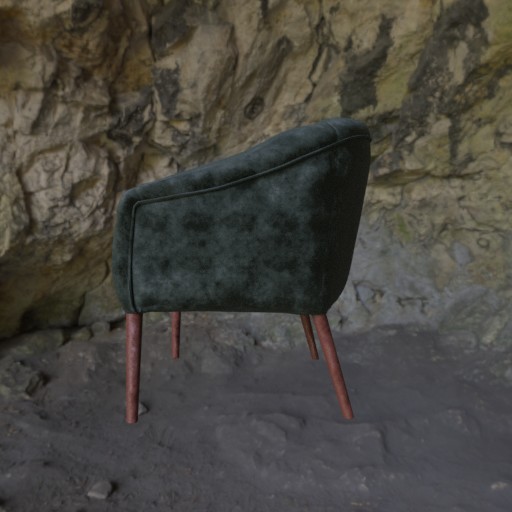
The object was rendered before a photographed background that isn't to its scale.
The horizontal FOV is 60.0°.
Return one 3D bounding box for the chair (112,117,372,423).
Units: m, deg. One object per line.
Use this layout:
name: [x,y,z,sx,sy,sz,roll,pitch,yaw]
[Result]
chair: [0.000,0.000,1.543,0.776,0.885,0.851,0,1,-1]
